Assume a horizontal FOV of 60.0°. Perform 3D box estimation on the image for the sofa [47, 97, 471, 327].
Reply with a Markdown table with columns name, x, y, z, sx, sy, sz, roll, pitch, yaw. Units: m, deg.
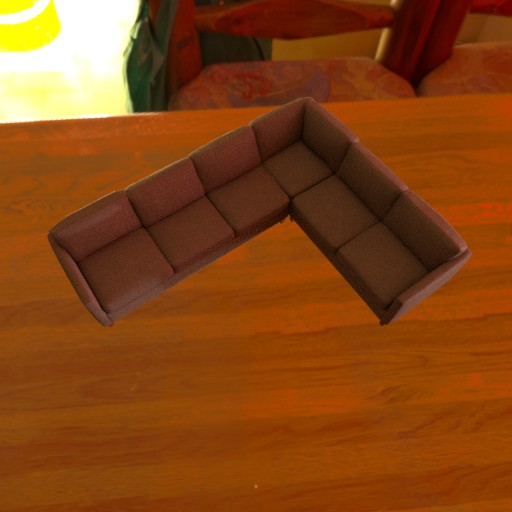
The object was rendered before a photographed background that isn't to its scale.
| name | x | y | z | sx | sy | sz | roll | pitch | yaw |
| --- | --- | --- | --- | --- | --- | --- | --- | --- | --- |
| sofa | 0.000 | 0.000 | 4.483 | 3.302 | 0.947 | 2.593 | -32 | 67 | -15 |
